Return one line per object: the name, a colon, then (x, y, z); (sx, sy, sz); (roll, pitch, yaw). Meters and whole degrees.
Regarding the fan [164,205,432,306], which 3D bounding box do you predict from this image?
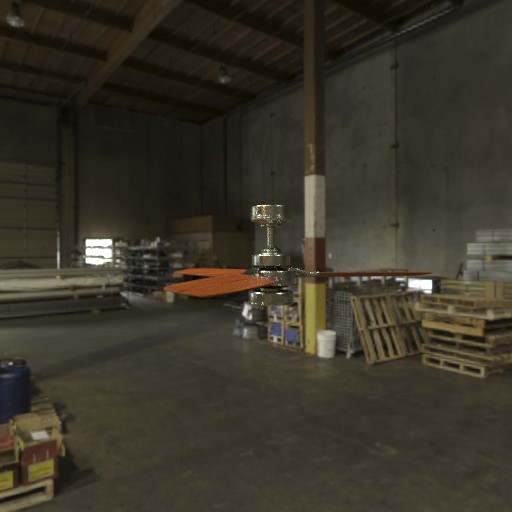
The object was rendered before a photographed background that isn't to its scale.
fan: (0.000, 0.000, 1.993); (1.416, 0.410, 1.271); (0, 1, -37)
